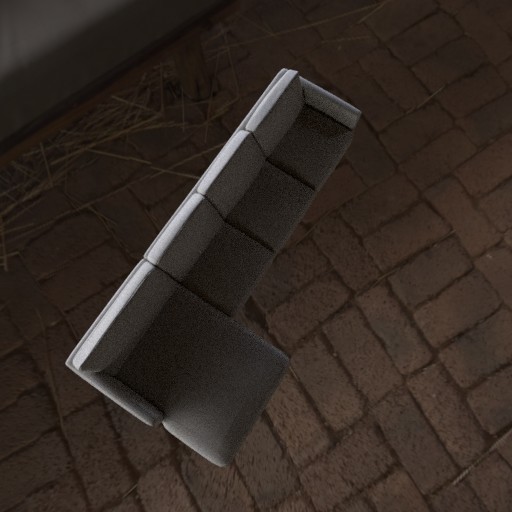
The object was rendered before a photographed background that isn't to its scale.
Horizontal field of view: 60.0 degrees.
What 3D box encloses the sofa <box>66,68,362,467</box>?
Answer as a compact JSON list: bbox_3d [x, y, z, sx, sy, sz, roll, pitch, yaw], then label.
[{"bbox_3d":[0.000,0.000,3.868,1.502,0.876,3.201,32,78,8],"label":"sofa"}]
